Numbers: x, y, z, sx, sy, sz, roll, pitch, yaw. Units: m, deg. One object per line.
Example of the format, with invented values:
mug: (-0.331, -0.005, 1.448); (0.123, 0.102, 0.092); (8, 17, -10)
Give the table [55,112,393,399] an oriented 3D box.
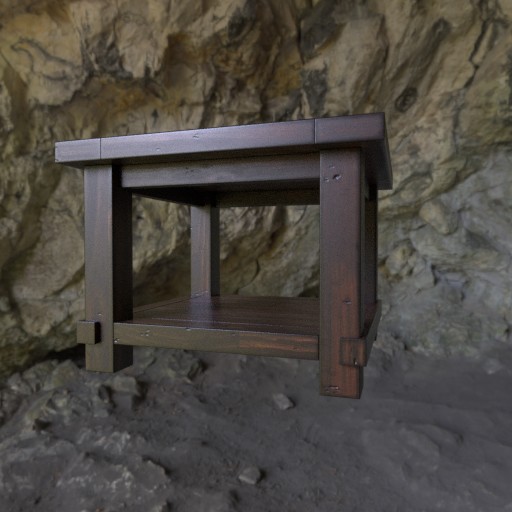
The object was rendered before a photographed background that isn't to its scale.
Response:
table: (0.000, 0.000, 1.028); (0.593, 0.437, 0.606); (0, 1, 18)
